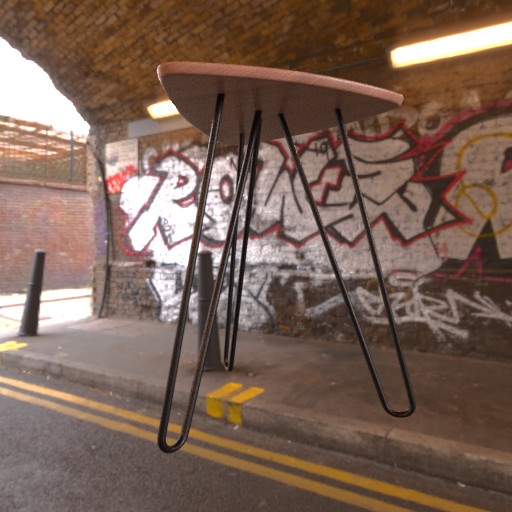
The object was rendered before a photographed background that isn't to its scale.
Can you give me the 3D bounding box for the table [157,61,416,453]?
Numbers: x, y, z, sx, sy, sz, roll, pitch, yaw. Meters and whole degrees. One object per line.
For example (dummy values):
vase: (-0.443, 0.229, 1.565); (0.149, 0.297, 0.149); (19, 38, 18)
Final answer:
table: (0.000, 0.000, 0.892); (0.442, 0.564, 0.455); (0, 1, -19)
